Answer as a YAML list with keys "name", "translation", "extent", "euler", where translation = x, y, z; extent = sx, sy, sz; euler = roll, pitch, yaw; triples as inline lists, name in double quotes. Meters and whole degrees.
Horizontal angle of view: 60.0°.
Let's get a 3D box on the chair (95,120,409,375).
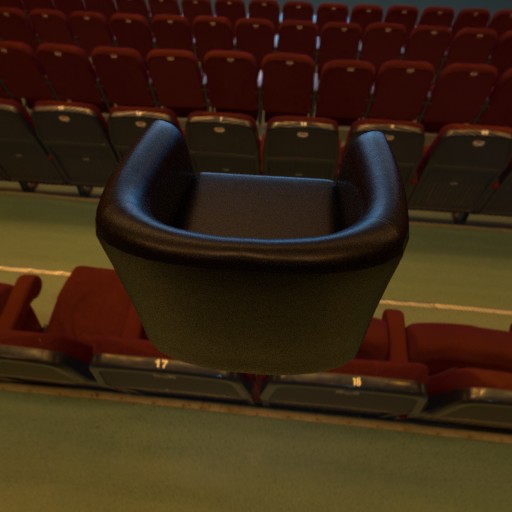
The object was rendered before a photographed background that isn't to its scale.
- name: "chair"
  translation: [0.000, 0.000, 1.386]
  extent: [0.793, 0.756, 0.727]
  euler: [4, 47, 4]
